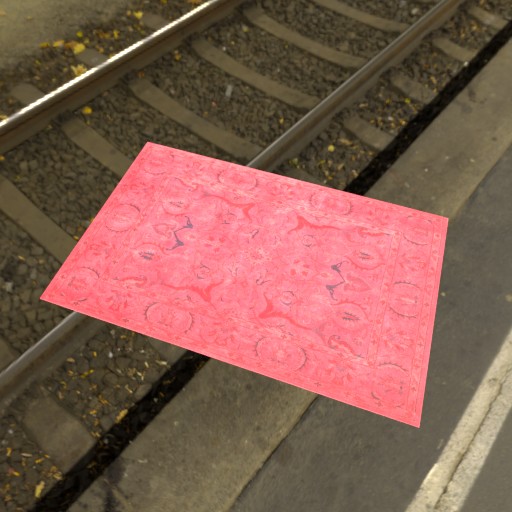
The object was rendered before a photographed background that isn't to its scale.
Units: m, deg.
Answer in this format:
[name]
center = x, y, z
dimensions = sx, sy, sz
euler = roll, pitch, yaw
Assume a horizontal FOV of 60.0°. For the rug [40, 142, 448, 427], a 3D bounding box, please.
[rug]
center = 0.000, 0.000, 3.039
dimensions = 2.423, 0.010, 1.534
euler = 16, 58, 10
